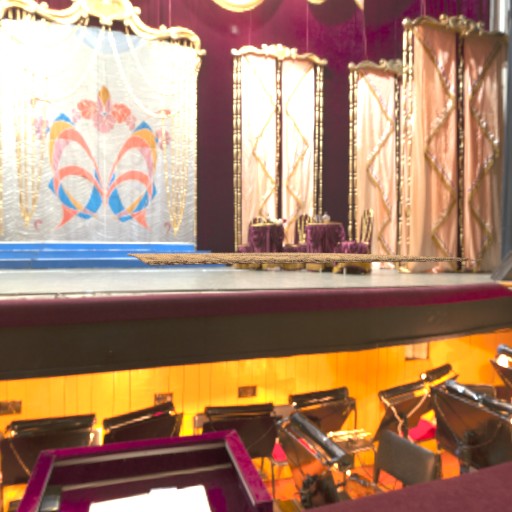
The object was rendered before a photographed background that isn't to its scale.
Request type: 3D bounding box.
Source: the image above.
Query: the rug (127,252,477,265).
[{"bbox_3d":[0.000,0.000,3.969,2.125,0.028,3.027,0,1,-18],"label":"rug"}]
